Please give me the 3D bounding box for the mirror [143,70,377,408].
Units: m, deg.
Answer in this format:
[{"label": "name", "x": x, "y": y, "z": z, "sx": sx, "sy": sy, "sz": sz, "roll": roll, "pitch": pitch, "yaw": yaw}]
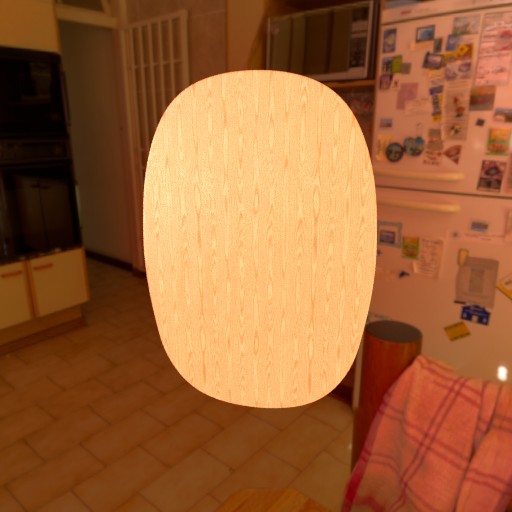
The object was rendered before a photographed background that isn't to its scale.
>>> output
[{"label": "mirror", "x": 0.000, "y": 0.000, "z": 1.387, "sx": 0.724, "sy": 1.075, "sz": 0.037, "roll": 3, "pitch": 17, "yaw": 9}]
